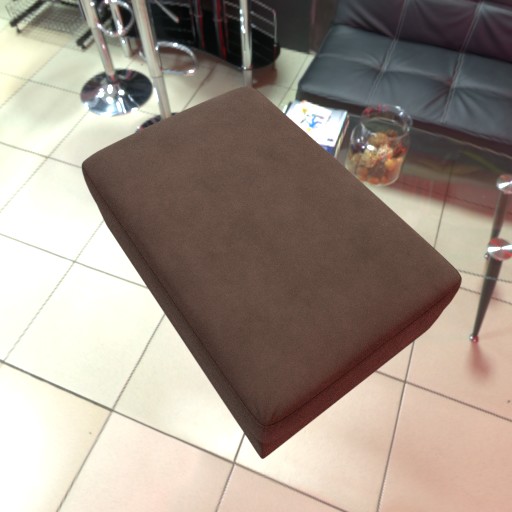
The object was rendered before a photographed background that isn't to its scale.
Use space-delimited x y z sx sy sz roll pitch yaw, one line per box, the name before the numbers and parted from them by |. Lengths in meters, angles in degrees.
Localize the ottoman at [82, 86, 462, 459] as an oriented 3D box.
ottoman | 0.000 0.000 1.225 0.584 0.483 0.864 -31 63 -18
